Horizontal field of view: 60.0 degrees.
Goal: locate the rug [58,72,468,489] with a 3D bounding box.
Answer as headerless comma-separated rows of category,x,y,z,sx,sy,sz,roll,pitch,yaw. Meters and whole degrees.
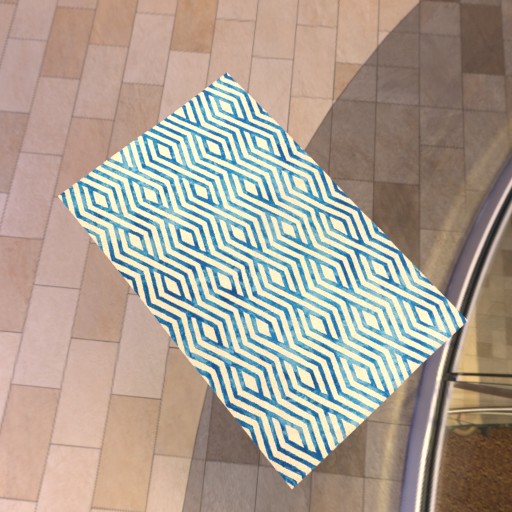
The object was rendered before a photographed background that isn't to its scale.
rug,0.000,0.000,2.972,1.531,0.008,2.439,-40,79,-9
